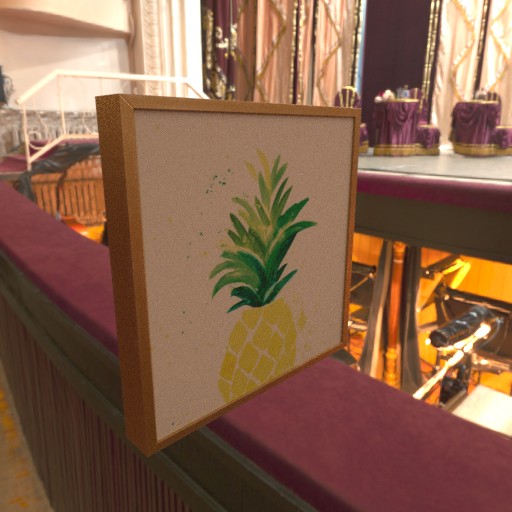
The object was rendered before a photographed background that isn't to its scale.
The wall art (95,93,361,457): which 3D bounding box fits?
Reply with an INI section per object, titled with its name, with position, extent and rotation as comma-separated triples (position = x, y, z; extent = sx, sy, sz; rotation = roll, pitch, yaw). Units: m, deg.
[wall art]
position = 0.000, 0.000, 0.468
extent = 0.306, 0.305, 0.038
rotation = -15, 21, -42
